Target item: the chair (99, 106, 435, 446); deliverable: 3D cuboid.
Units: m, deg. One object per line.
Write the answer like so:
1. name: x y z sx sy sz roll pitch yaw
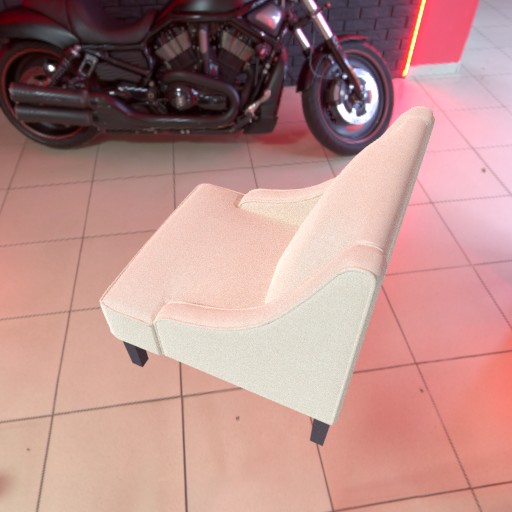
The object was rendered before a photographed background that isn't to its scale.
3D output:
1. chair: 0.000 0.000 1.442 0.806 0.886 0.689 18 49 16
